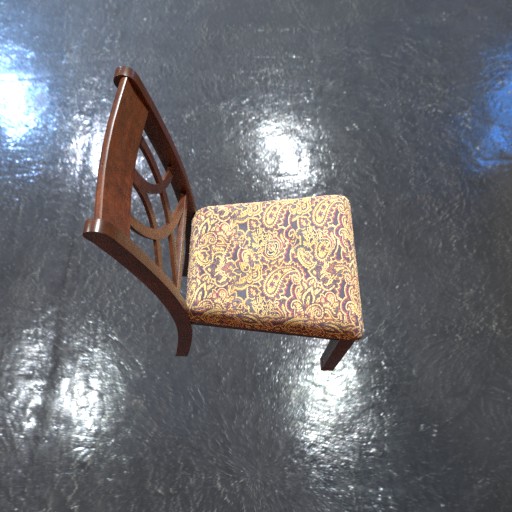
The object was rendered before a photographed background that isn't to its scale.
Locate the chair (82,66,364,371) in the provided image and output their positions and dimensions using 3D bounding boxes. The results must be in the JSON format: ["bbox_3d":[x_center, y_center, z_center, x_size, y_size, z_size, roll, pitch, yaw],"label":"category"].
[{"bbox_3d":[0.000,0.000,1.249,0.584,0.965,0.457,0,64,0],"label":"chair"}]
